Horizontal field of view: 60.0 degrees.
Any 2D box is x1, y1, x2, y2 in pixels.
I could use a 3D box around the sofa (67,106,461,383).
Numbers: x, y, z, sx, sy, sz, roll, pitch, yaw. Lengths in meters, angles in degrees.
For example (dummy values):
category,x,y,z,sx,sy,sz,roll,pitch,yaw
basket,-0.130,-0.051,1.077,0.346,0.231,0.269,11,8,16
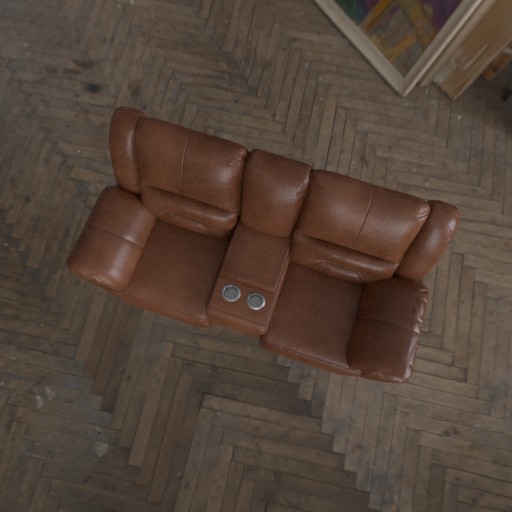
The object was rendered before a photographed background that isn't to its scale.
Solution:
category,x,y,z,sx,sy,sz,roll,pitch,yaw
sofa,0.000,0.000,2.677,2.058,1.043,0.991,18,76,5
